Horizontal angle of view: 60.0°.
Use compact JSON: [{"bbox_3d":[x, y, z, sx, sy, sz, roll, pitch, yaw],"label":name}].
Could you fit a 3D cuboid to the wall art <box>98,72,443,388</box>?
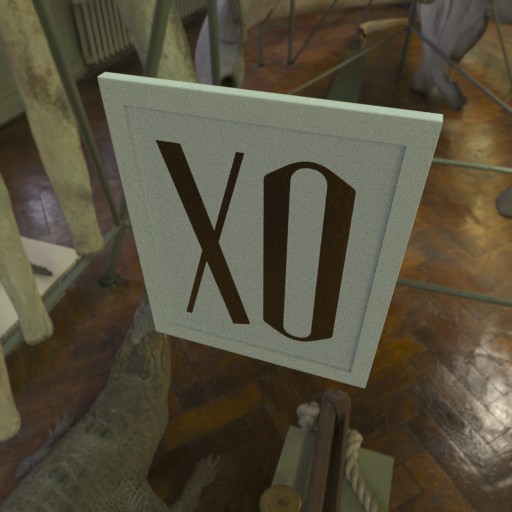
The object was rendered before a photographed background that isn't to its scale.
[{"bbox_3d":[0.000,0.000,0.728,0.444,0.536,0.020,12,43,14],"label":"wall art"}]
